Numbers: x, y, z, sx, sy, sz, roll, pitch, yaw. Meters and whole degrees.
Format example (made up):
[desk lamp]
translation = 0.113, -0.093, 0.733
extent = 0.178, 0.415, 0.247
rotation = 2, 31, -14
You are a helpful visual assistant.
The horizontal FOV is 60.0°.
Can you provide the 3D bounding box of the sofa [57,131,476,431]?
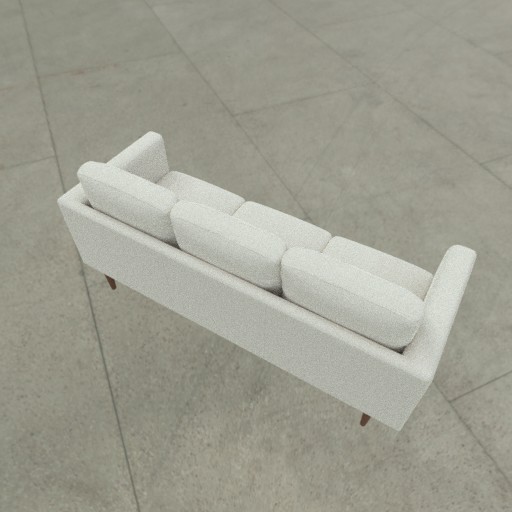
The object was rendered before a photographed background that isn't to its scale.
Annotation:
[sofa]
translation = 0.000, 0.000, 2.424
extent = 2.029, 0.912, 0.802
rotation = 24, 53, 20
